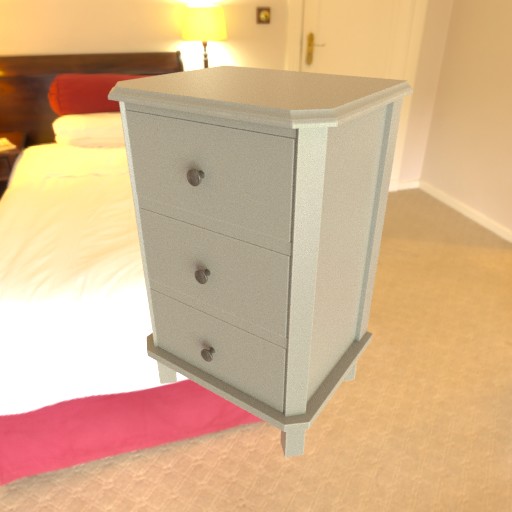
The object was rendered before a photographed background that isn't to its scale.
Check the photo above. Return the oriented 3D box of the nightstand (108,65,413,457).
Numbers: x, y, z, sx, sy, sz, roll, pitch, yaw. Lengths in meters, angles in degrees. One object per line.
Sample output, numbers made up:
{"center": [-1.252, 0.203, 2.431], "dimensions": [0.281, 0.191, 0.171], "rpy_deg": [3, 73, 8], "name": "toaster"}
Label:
{"center": [0.000, 0.000, 0.925], "dimensions": [0.435, 0.680, 0.348], "rpy_deg": [19, 34, 30], "name": "nightstand"}
